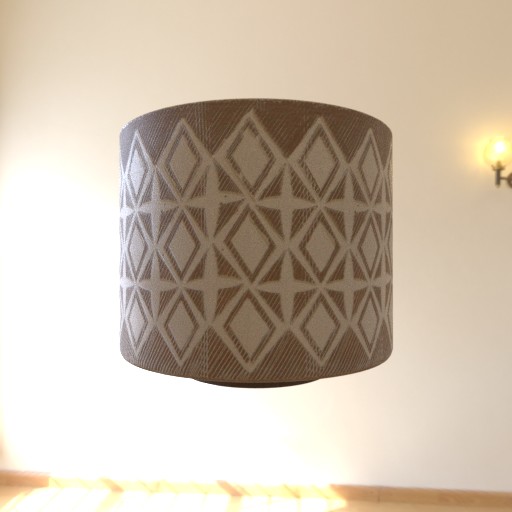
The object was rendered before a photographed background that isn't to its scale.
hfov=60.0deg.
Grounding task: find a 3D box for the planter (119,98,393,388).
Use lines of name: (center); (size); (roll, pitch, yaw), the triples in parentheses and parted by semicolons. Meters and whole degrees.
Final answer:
planter: (0.000, 0.000, 0.327); (0.193, 0.165, 0.193); (0, 0, 0)
